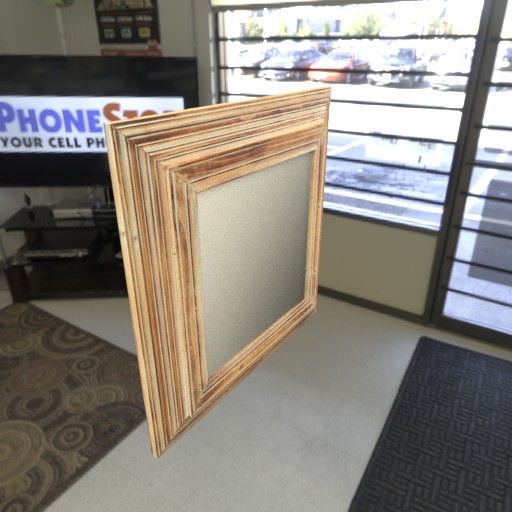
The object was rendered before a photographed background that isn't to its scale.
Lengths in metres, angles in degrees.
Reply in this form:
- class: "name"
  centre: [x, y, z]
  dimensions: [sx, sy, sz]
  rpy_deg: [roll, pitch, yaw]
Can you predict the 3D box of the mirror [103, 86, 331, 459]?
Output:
- class: "mirror"
  centre: [0.000, 0.000, 1.207]
  dimensions: [0.061, 0.804, 0.804]
  rpy_deg: [18, 31, 32]
